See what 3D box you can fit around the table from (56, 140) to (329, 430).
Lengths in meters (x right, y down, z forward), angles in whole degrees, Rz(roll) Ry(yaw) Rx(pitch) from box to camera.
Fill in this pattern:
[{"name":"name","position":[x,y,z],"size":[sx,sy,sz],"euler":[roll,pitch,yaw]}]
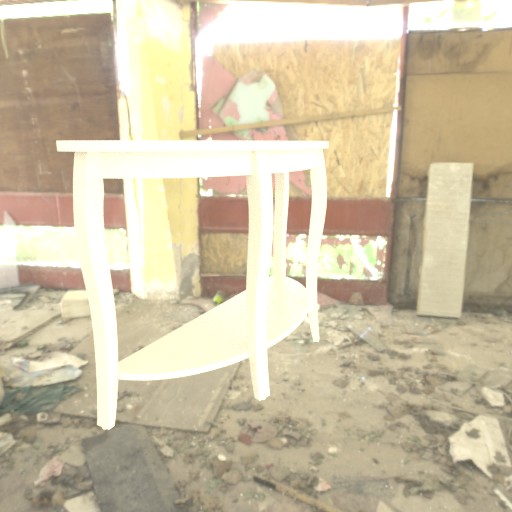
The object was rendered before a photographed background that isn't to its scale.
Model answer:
[{"name":"table","position":[0.000,0.000,1.554],"size":[0.394,0.780,1.219],"euler":[8,16,28]}]
